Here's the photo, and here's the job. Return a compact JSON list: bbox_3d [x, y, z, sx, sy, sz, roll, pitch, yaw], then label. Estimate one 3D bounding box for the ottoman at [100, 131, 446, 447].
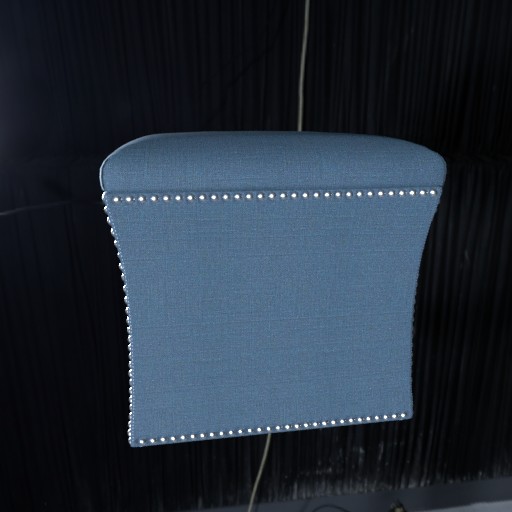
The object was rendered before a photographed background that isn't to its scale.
[{"bbox_3d":[0.000,0.000,0.874,0.497,0.475,0.507,-2,16,-9],"label":"ottoman"}]
